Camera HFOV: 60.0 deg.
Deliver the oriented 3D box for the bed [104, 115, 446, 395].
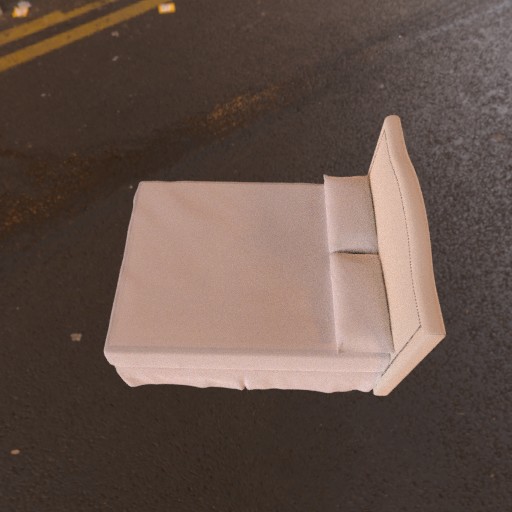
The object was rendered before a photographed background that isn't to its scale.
[{"bbox_3d":[0.000,0.000,3.412,2.143,1.460,1.753,1,58,1],"label":"bed"}]
